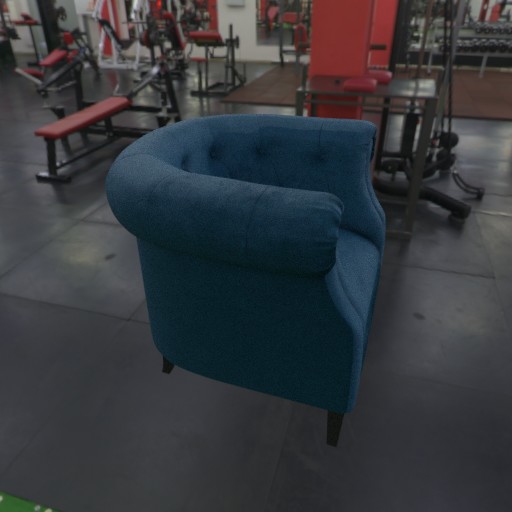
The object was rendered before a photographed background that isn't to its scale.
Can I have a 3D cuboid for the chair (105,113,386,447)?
[{"bbox_3d":[0.000,0.000,1.565,0.851,0.826,0.904,10,33,16],"label":"chair"}]
